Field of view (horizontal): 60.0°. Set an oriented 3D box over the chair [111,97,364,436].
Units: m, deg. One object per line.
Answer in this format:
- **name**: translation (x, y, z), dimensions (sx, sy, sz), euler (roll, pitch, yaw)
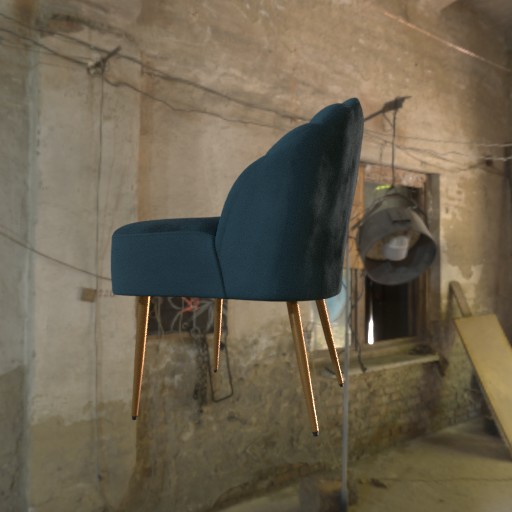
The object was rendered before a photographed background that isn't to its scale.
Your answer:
- **chair**: translation (0.000, 0.000, 1.269), dimensions (0.599, 0.819, 0.657), euler (0, -1, 19)
